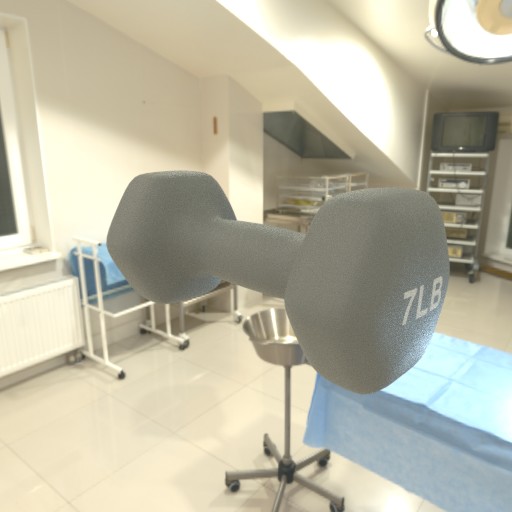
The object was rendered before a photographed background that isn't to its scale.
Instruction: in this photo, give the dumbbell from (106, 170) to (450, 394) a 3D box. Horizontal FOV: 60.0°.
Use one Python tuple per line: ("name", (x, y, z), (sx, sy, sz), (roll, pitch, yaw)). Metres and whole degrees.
("dumbbell", (0.000, 0.000, 0.234), (0.090, 0.081, 0.184), (-14, 21, -43))
